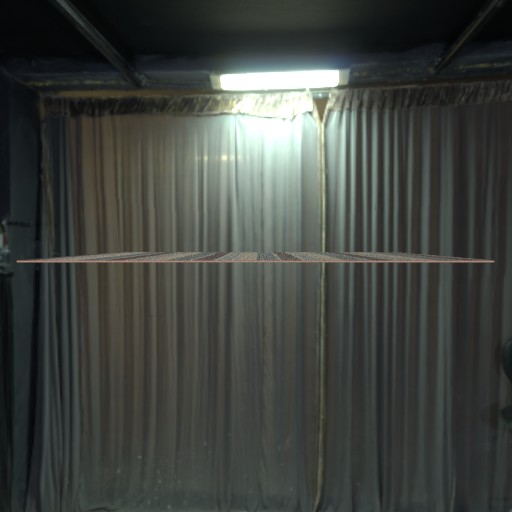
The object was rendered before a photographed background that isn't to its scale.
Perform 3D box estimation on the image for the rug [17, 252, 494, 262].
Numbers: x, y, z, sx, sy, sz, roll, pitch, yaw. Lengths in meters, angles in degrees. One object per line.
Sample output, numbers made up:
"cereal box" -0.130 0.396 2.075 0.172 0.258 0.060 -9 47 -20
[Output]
"rug" 0.000 0.000 2.302 1.829 0.008 1.219 0 2 0
